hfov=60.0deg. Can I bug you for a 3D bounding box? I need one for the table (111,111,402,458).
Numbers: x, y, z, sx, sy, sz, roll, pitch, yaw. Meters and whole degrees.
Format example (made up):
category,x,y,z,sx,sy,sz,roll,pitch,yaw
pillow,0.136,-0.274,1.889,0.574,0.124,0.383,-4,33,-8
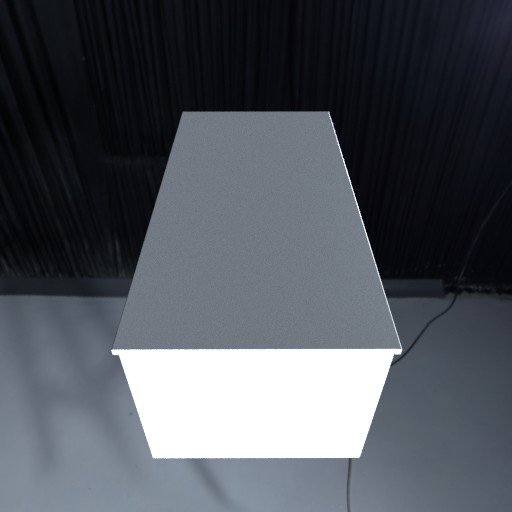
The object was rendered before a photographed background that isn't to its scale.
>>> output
category,x,y,z,sx,sy,sz,roll,pitch,yaw
table,0.000,0.000,1.283,0.500,0.441,1.000,0,41,0
